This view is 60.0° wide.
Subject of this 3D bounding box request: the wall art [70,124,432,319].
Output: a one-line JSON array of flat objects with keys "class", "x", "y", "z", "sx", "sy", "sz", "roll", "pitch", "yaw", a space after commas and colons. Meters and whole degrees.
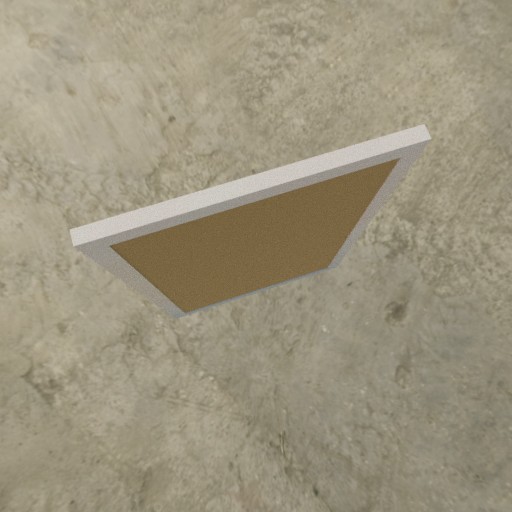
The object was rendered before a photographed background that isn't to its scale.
[{"class": "wall art", "x": 0.000, "y": 0.000, "z": 1.455, "sx": 0.764, "sy": 1.143, "sz": 0.038, "roll": -17, "pitch": 76, "yaw": -5}]
